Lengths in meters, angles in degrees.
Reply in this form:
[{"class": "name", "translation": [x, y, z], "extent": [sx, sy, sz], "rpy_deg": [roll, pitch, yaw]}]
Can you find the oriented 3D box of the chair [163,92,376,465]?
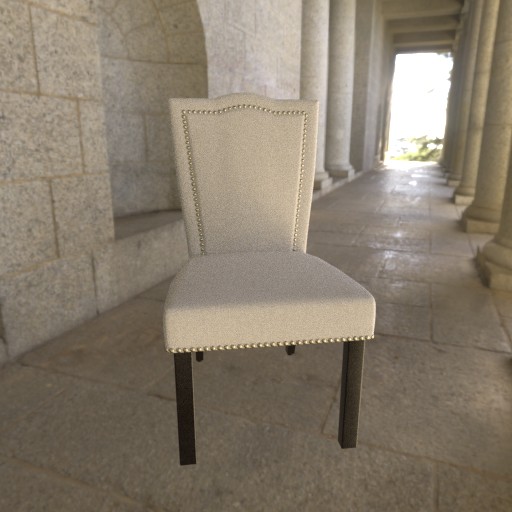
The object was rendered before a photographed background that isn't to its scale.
[{"class": "chair", "translation": [0.000, 0.000, 1.297], "extent": [0.518, 0.946, 0.589], "rpy_deg": [-2, 15, -8]}]
